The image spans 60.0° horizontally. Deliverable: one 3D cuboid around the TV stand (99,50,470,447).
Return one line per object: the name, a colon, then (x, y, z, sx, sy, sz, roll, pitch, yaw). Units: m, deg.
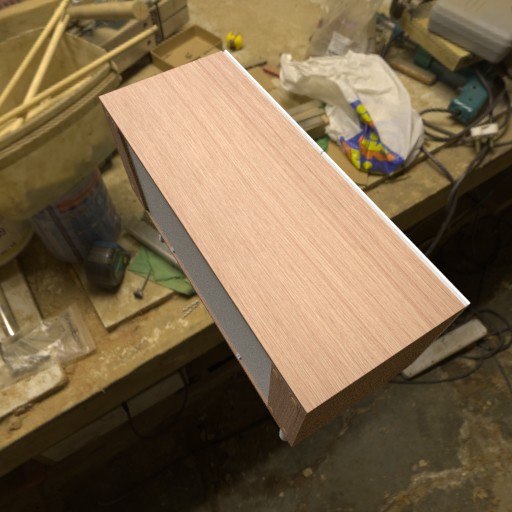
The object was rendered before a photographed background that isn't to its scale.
TV stand: (0.000, 0.000, 1.340, 0.407, 0.660, 0.991, -28, 63, -16)
